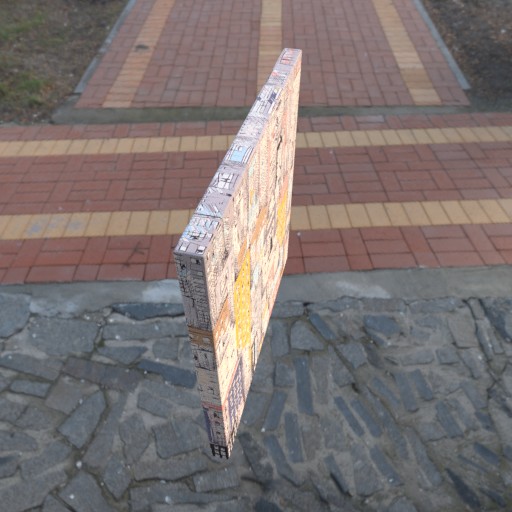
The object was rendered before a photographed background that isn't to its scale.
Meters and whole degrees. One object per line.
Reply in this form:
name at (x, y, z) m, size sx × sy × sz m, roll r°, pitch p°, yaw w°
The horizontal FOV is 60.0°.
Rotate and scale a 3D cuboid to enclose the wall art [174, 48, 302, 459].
wall art at (0.000, 0.000, 1.145) m, size 0.048 × 0.762 × 0.761 m, roll 10°, pitch 47°, yaw 10°
